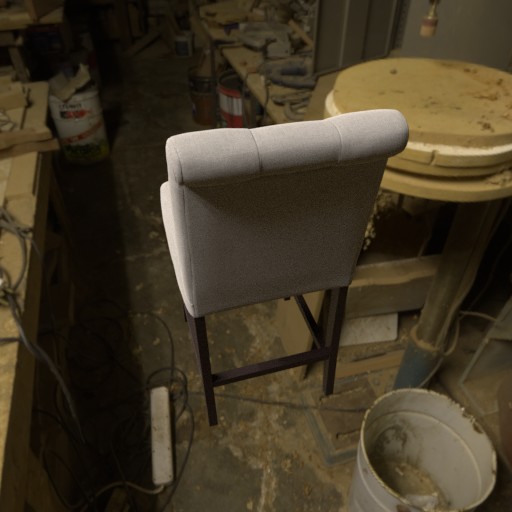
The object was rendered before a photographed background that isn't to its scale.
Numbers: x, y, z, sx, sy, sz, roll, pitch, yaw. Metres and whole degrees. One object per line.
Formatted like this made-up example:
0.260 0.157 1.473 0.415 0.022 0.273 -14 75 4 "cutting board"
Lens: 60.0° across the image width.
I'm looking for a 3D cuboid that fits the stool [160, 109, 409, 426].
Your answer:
0.000 0.000 1.326 0.493 1.040 0.601 -11 42 -12 "stool"
